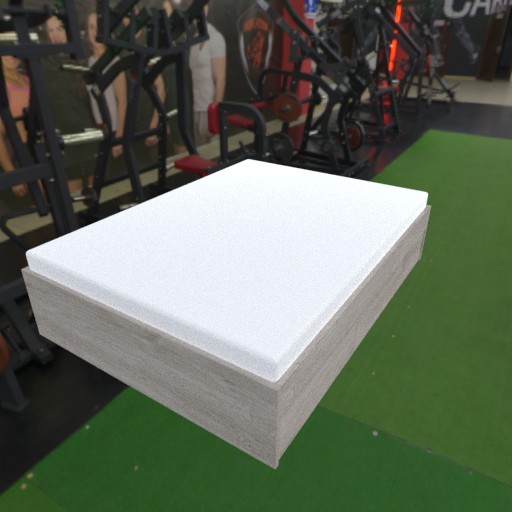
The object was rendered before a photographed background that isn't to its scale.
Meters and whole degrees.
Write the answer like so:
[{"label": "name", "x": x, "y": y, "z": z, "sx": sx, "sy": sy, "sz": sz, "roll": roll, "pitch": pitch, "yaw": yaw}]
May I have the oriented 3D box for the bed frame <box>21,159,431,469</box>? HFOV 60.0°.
[{"label": "bed frame", "x": 0.000, "y": 0.000, "z": 2.585, "sx": 1.448, "sy": 0.490, "sz": 1.944, "roll": 17, "pitch": 33, "yaw": 29}]
